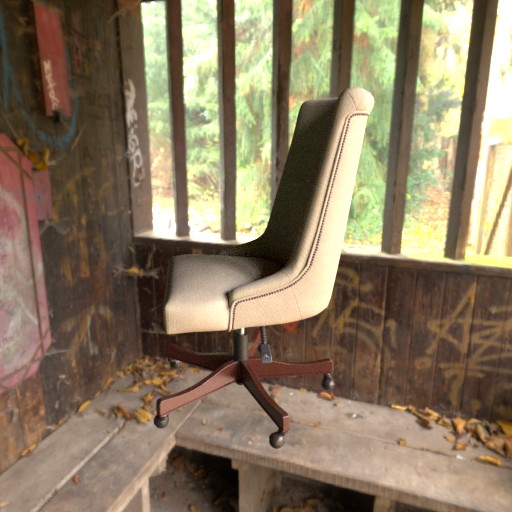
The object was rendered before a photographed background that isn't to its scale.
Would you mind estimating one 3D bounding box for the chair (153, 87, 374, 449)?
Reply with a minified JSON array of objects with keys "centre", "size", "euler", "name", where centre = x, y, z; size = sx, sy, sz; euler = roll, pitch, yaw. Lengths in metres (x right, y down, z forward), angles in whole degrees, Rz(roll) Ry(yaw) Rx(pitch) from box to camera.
[{"centre":[0.000,0.000,1.458],"size":[0.696,1.010,0.645],"euler":[-2,15,-9],"name":"chair"}]
